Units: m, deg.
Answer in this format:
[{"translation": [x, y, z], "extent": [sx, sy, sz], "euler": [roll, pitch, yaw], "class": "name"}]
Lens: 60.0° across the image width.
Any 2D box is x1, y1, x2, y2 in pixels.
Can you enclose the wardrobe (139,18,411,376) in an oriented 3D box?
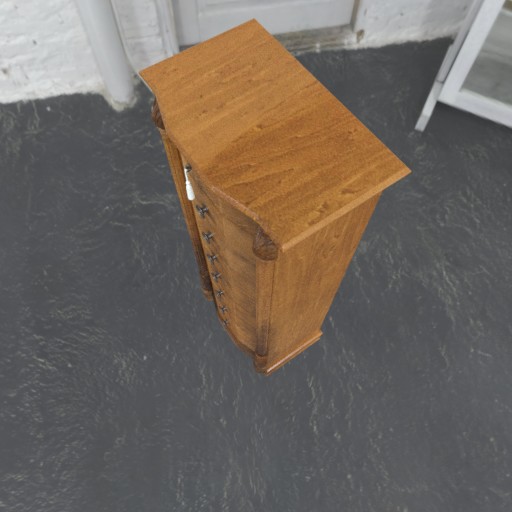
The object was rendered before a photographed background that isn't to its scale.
[{"translation": [0.000, 0.000, 1.115], "extent": [0.273, 0.959, 0.406], "euler": [-32, 68, -14], "class": "wardrobe"}]
